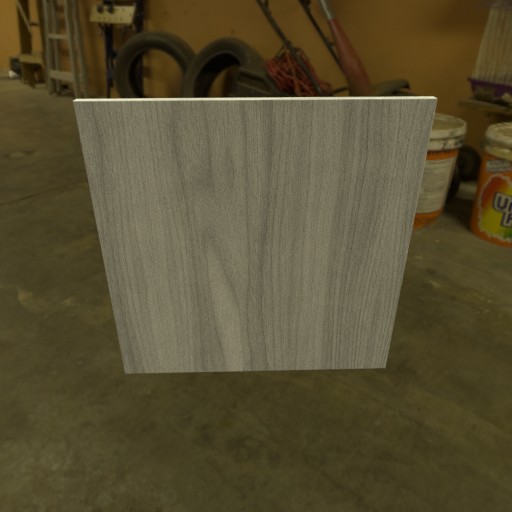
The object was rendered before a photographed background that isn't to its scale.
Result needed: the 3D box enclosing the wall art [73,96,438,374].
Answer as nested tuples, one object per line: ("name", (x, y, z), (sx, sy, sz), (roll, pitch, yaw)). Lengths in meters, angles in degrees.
("wall art", (0.000, 0.000, 0.746), (0.508, 0.507, 0.016), (-1, 30, -2))
